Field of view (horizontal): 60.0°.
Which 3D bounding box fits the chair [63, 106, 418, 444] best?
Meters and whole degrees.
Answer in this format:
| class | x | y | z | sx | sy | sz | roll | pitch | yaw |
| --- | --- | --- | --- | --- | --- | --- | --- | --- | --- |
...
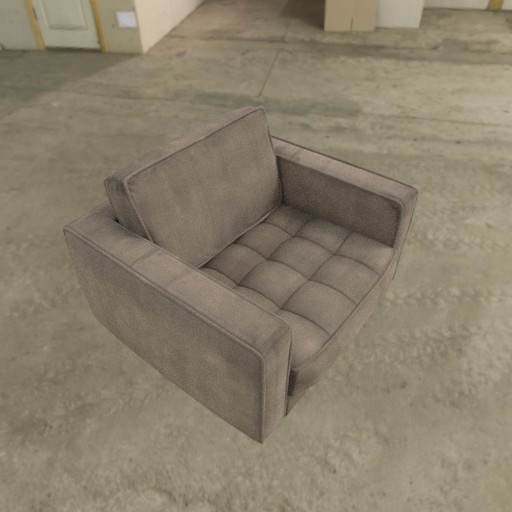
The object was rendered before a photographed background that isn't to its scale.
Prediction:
| class | x | y | z | sx | sy | sz | roll | pitch | yaw |
| --- | --- | --- | --- | --- | --- | --- | --- | --- | --- |
| chair | 0.000 | 0.000 | 1.548 | 0.843 | 0.773 | 0.928 | 28 | 49 | 28 |
